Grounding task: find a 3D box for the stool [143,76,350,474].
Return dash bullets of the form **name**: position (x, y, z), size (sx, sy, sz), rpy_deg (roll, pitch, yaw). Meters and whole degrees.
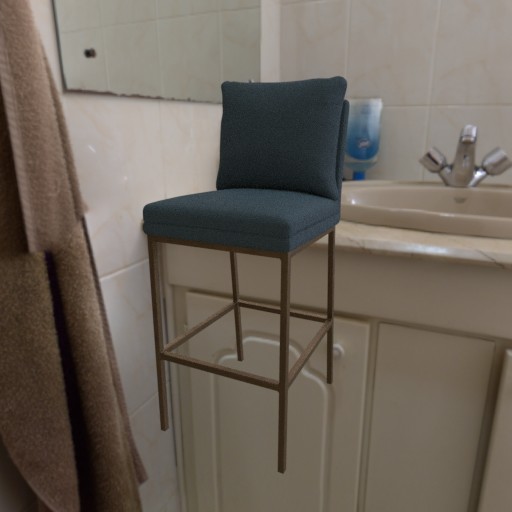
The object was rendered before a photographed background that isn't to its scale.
- **stool**: position (0.000, 0.000, 1.459), size (0.463, 1.124, 0.568), rpy_deg (8, 18, 25)
